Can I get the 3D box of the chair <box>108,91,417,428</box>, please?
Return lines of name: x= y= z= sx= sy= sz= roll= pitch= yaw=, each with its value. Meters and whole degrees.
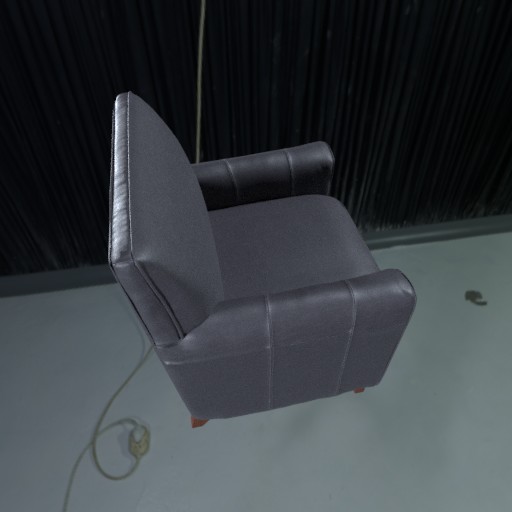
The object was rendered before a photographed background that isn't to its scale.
chair: x=0.000 y=0.000 z=1.601 sx=0.825 sy=0.943 sz=0.870 roll=-9 pitch=46 yaw=-8
